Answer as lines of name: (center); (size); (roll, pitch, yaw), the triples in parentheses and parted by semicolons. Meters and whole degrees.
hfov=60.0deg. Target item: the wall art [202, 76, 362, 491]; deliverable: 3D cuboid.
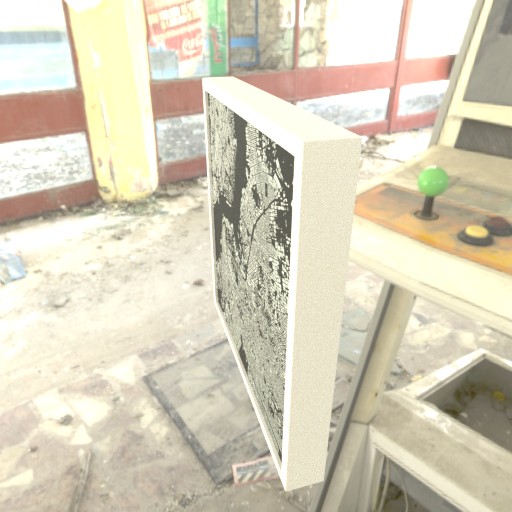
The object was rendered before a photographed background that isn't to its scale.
wall art: (0.000, 0.000, 0.448); (0.037, 0.305, 0.305); (-8, 29, -14)
